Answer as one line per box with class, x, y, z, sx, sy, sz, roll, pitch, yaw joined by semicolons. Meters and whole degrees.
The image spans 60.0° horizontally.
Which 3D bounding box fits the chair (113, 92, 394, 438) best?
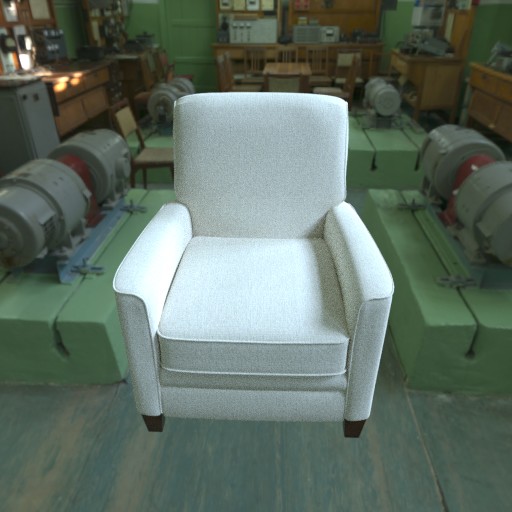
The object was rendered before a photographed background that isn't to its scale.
chair;0.000;0.000;1.638;0.841;1.028;0.858;1;30;2
